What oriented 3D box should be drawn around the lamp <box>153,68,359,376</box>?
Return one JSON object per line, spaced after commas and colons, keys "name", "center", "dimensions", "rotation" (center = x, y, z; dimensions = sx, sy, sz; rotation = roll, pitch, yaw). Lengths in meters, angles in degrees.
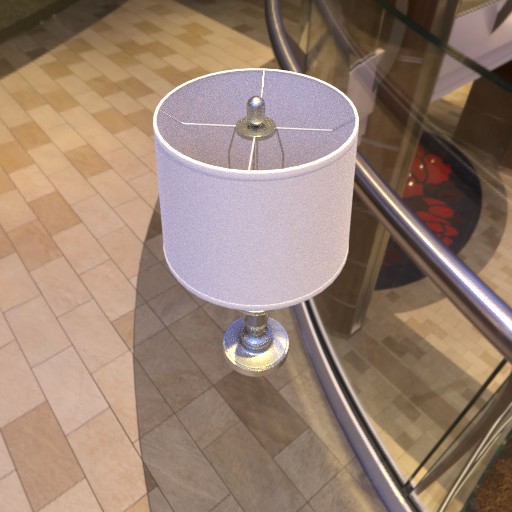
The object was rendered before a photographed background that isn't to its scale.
{"name": "lamp", "center": [0.000, 0.000, 0.970], "dimensions": [0.383, 0.733, 0.383], "rotation": [0, 46, 0]}
